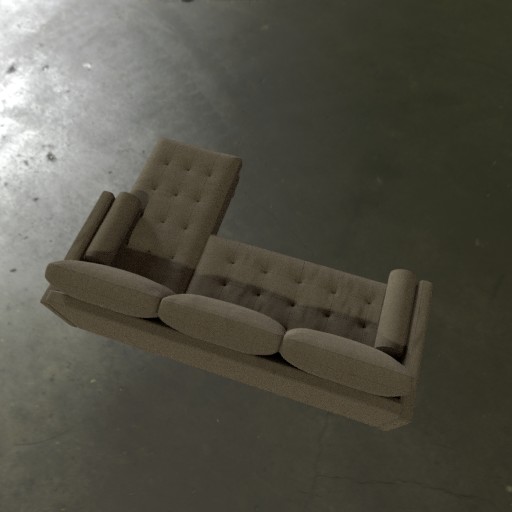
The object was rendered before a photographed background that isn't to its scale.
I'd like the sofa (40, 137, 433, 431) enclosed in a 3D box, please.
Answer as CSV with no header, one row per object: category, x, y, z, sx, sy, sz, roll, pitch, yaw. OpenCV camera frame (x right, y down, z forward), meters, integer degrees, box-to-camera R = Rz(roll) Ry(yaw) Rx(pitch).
sofa,0.000,0.000,2.888,2.178,0.875,1.506,16,65,8
